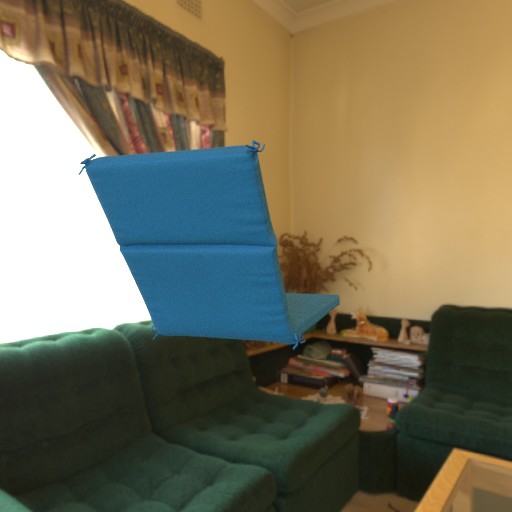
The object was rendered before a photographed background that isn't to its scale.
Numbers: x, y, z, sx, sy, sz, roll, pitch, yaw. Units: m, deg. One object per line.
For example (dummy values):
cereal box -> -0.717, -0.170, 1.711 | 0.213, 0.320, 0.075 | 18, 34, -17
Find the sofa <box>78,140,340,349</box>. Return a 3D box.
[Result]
sofa -> 0.000, 0.000, 1.963 | 0.582, 0.622, 1.663 | 0, 0, 18
